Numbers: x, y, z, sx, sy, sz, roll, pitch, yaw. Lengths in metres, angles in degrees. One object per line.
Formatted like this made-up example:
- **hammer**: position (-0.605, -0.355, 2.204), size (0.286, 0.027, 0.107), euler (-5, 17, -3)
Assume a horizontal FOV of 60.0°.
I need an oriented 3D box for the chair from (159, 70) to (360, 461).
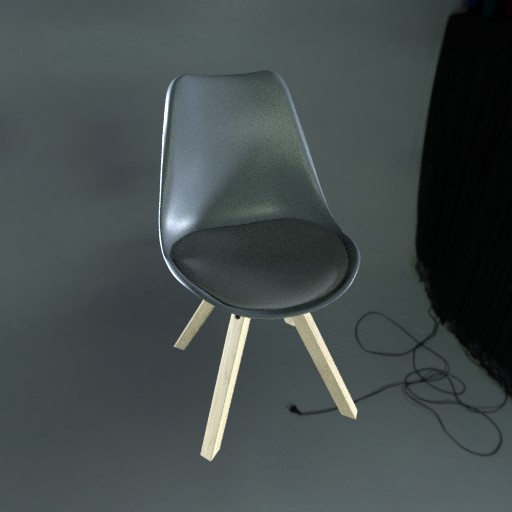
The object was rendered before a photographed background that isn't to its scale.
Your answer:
- **chair**: position (0.000, 0.000, 1.186), size (0.485, 0.850, 0.550), euler (-9, 32, -16)
